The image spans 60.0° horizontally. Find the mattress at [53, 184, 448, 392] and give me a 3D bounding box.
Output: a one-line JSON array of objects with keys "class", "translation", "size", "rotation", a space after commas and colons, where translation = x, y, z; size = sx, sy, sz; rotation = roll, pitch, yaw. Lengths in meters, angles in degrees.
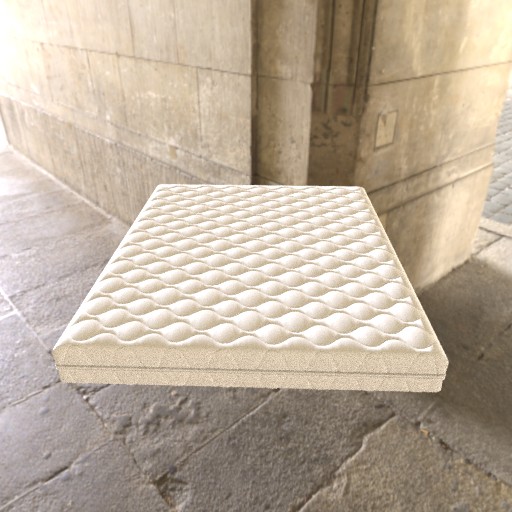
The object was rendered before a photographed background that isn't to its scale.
[{"class": "mattress", "translation": [0.000, 0.000, 2.622], "size": [1.600, 0.200, 1.900], "rotation": [1, 30, 2]}]
